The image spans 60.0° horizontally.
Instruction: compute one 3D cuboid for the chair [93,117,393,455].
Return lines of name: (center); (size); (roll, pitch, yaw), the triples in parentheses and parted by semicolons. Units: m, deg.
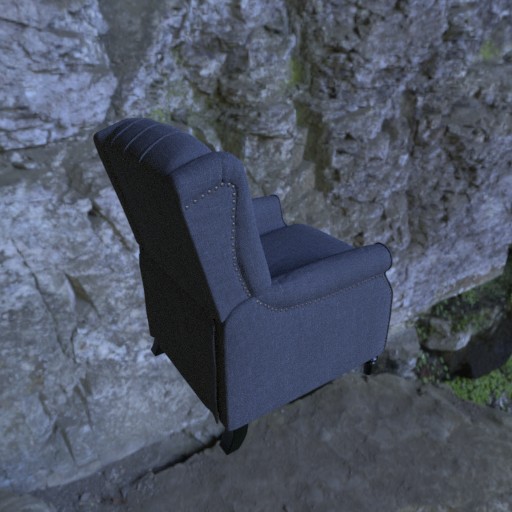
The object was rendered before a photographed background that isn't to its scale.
chair: (0.000, 0.000, 1.663); (0.898, 1.035, 0.742); (-17, 31, -30)
